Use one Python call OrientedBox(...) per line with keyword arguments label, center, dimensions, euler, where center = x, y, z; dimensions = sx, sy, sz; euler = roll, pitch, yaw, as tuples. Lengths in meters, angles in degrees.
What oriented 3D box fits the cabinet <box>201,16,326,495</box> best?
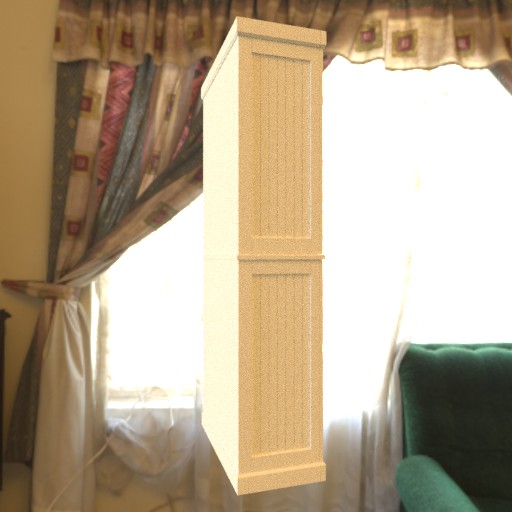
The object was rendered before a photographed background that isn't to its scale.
OrientedBox(label="cabinet", center=(0.000, 0.000, 2.108), dimensions=(0.390, 1.829, 0.754), euler=(0, 0, -17))
